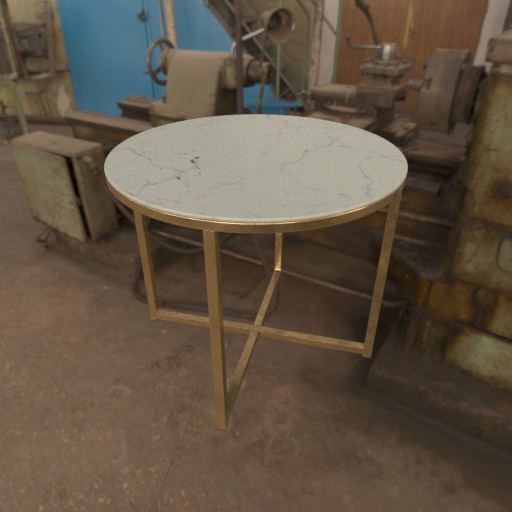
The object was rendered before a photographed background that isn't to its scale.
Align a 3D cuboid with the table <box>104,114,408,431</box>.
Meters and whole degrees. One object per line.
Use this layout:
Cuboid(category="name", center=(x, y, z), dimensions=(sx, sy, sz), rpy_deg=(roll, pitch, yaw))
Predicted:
Cuboid(category="table", center=(0.000, 0.000, 0.871), dimensions=(0.500, 0.420, 0.500), rpy_deg=(0, 32, 0))
